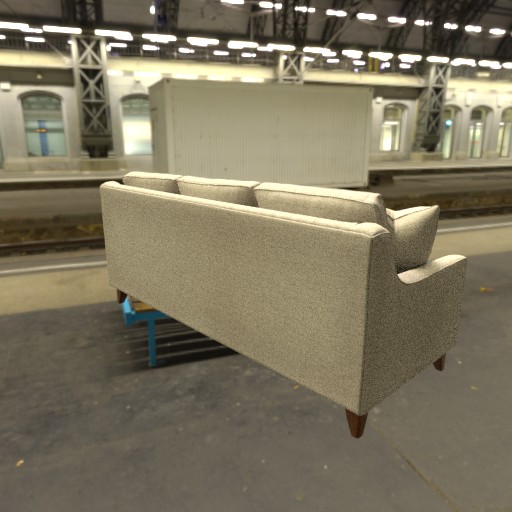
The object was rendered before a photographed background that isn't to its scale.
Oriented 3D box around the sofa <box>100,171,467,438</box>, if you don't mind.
[{"bbox_3d":[0.000,0.000,2.499,0.865,0.914,2.031,-14,21,-41],"label":"sofa"}]
